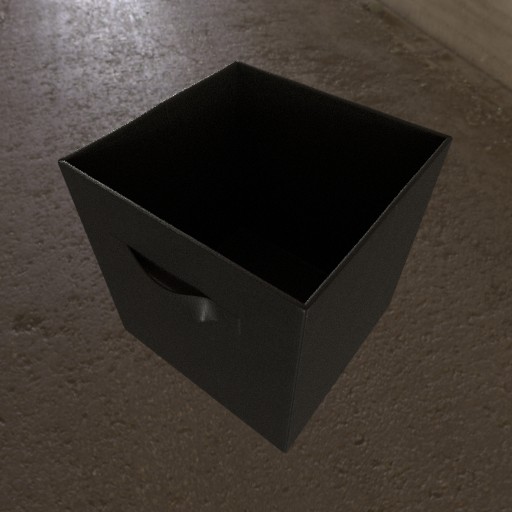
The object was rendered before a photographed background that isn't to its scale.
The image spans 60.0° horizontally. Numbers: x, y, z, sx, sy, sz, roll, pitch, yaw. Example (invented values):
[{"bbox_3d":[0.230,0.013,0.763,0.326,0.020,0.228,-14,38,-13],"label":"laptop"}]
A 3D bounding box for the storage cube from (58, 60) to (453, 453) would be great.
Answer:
[{"bbox_3d":[0.000,0.000,0.504,0.270,0.280,0.270,30,55,24],"label":"storage cube"}]
